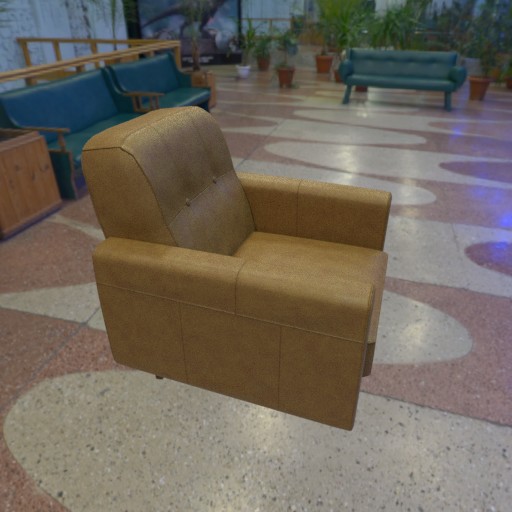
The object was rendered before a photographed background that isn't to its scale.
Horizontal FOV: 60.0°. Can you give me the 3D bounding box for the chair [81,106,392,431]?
[{"bbox_3d":[0.000,0.000,1.652,0.942,0.968,0.845,9,31,16],"label":"chair"}]
